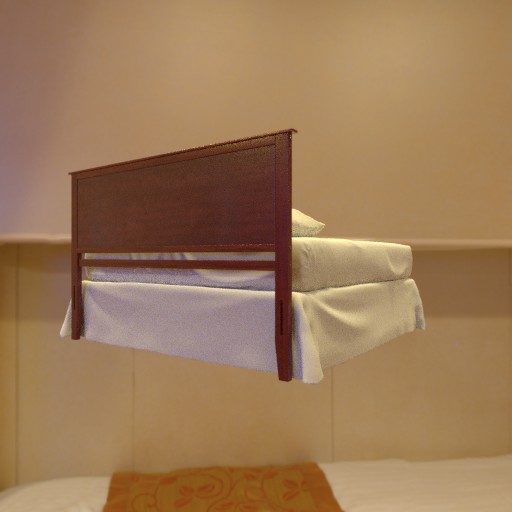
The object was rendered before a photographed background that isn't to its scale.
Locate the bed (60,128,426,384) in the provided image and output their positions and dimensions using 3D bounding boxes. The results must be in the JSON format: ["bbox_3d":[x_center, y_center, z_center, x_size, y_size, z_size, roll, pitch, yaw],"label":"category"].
[{"bbox_3d":[0.000,0.000,3.693,2.314,1.271,2.219,0,0,36],"label":"bed"}]
